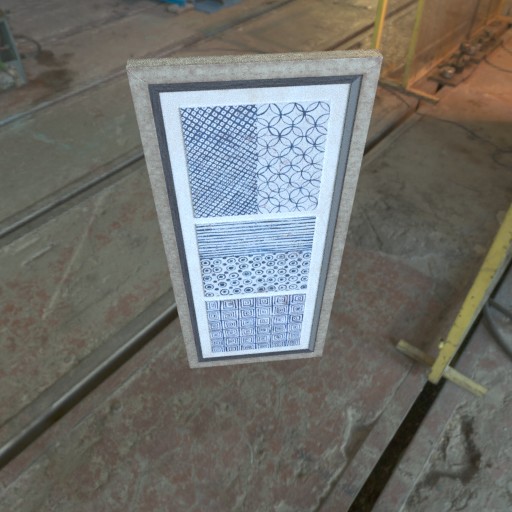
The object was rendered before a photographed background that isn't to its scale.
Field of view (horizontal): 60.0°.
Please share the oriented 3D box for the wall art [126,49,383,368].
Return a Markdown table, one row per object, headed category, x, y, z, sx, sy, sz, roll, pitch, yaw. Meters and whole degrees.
| category | x | y | z | sx | sy | sz | roll | pitch | yaw |
| --- | --- | --- | --- | --- | --- | --- | --- | --- | --- |
| wall art | 0.000 | 0.000 | 1.656 | 0.648 | 1.461 | 0.051 | -4 | 47 | -4 |
